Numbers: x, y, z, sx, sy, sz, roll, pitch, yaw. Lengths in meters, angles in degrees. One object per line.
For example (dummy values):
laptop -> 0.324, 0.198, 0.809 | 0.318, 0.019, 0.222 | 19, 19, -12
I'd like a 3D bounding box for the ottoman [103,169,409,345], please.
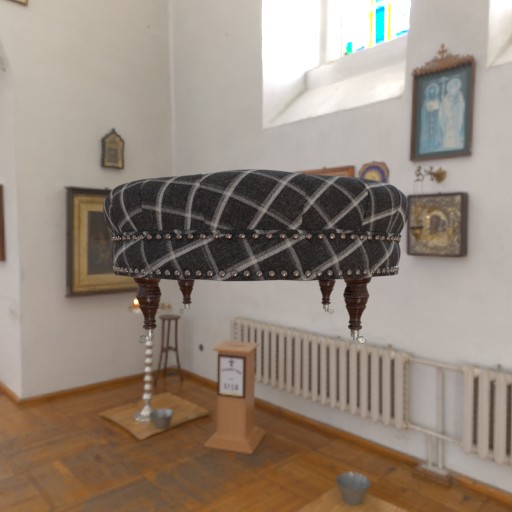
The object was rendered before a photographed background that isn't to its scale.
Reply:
ottoman -> 0.000, 0.000, 1.380 | 0.901, 0.439, 0.901 | 0, 1, 0
